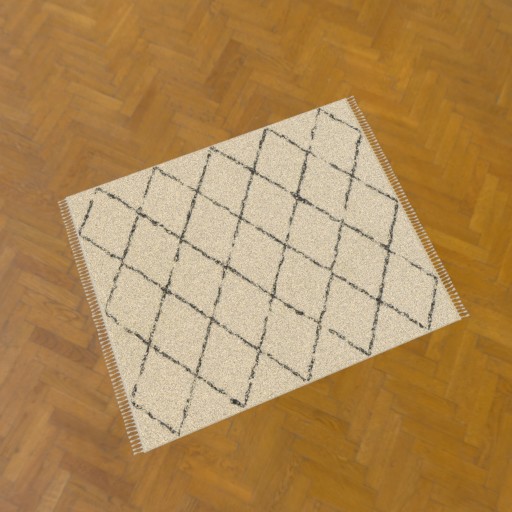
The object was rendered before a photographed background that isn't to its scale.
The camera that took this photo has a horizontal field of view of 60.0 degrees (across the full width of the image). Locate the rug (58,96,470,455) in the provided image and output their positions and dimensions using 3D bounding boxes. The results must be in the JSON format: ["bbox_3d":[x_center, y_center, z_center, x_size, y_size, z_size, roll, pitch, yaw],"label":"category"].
[{"bbox_3d":[0.000,0.000,3.994,3.051,0.013,2.380,-21,76,-6],"label":"rug"}]
